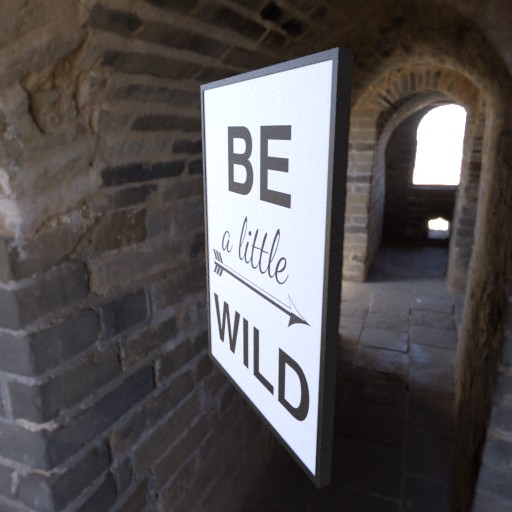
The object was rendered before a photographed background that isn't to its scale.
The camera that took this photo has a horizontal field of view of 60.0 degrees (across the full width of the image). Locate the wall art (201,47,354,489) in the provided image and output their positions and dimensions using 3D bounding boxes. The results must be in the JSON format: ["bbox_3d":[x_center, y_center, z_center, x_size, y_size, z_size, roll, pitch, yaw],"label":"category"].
[{"bbox_3d":[0.000,0.000,1.375,0.038,1.062,0.806,-8,17,-26],"label":"wall art"}]
